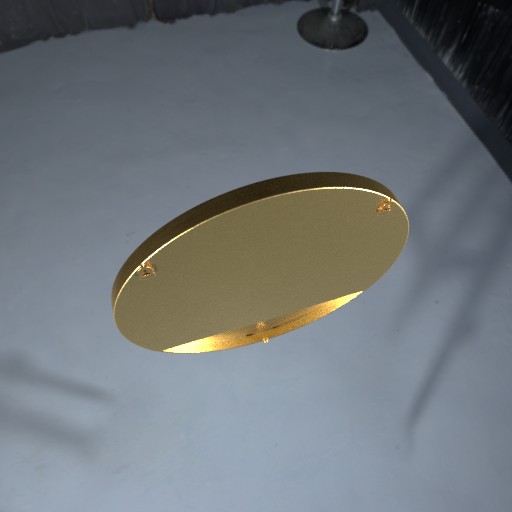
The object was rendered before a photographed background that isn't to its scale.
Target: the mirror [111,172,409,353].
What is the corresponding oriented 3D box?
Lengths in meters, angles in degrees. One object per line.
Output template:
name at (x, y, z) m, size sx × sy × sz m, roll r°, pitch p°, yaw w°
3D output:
mirror at (0.000, 0.000, 0.712) m, size 0.457 × 0.457 × 0.133 m, roll -15°, pitch 61°, yaw -9°
